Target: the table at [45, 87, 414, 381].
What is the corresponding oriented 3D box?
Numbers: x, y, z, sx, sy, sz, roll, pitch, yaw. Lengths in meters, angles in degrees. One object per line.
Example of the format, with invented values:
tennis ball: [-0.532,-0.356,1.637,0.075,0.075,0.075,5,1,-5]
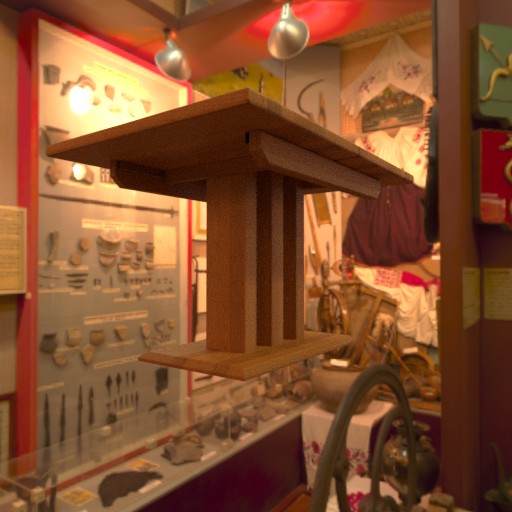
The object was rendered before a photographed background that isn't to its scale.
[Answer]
table: [0.000,0.000,1.817,0.900,0.770,1.300,-1,-1,36]
